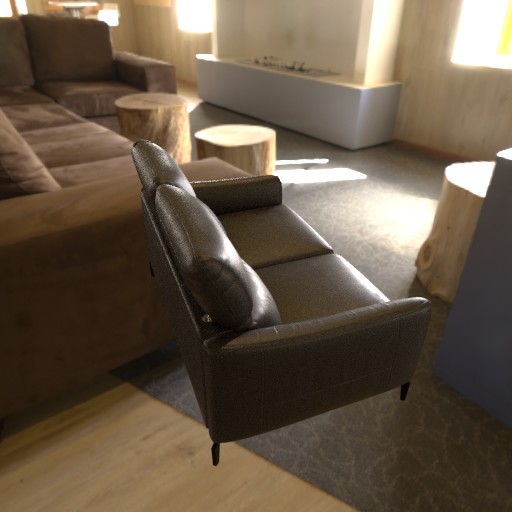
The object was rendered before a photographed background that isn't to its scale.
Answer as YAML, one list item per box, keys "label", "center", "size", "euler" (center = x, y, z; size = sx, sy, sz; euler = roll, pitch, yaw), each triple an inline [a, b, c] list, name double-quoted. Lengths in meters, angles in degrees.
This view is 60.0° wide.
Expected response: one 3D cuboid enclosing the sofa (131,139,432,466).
- label: "sofa"
  center: [0.000, 0.000, 2.233]
  size: [0.958, 0.920, 1.596]
  euler: [-11, 32, -18]
